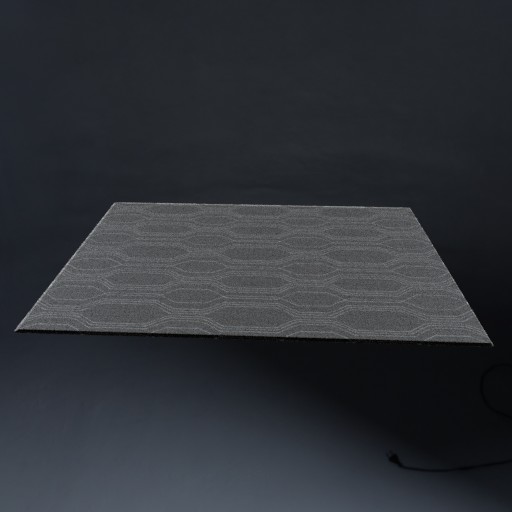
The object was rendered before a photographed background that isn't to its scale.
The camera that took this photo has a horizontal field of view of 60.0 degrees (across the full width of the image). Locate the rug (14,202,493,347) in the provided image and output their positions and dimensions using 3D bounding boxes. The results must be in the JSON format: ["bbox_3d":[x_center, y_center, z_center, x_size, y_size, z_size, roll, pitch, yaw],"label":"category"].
[{"bbox_3d":[0.000,0.000,2.223,1.836,0.012,1.239,1,31,2],"label":"rug"}]
